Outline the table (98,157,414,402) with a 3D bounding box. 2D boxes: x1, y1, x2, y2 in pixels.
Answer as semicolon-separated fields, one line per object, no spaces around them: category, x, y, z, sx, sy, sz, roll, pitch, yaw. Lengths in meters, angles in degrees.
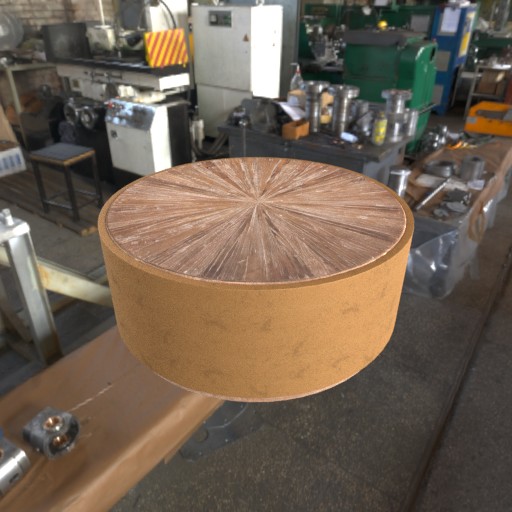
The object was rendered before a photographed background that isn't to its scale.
table;0.000;0.000;1.566;1.001;0.409;1.001;0;30;0
